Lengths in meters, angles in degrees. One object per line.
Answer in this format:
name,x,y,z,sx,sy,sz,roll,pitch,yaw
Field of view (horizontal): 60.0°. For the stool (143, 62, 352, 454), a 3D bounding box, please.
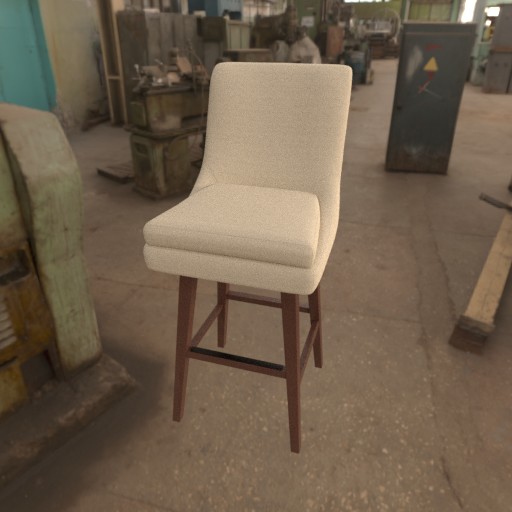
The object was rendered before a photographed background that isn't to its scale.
stool,0.000,0.000,1.404,0.483,1.093,0.559,8,28,15
